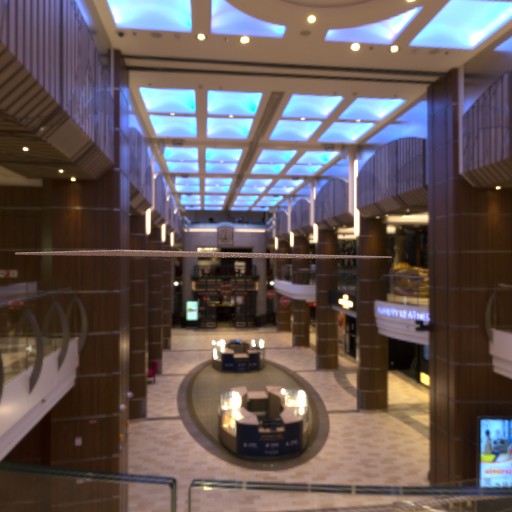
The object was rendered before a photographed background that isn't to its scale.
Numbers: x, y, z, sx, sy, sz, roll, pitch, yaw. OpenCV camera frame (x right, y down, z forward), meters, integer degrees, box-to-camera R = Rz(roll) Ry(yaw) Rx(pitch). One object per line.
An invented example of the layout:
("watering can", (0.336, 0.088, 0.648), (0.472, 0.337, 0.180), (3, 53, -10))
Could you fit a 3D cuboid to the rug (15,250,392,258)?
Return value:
("rug", (0.000, 0.000, 2.654), (0.762, 0.008, 2.439), (-1, -1, 37))
